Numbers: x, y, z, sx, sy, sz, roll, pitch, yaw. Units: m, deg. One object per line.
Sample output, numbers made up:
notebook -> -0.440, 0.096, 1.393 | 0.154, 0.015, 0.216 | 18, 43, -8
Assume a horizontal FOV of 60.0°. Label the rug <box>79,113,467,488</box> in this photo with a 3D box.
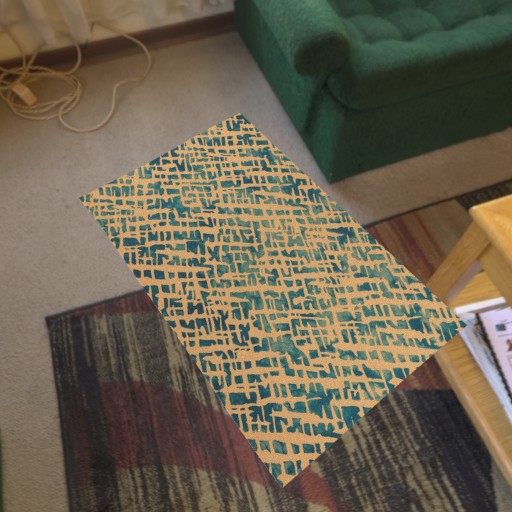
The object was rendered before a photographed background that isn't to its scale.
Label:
rug -> 0.000, 0.000, 3.081 | 1.520, 0.011, 2.447 | -33, 65, -18
